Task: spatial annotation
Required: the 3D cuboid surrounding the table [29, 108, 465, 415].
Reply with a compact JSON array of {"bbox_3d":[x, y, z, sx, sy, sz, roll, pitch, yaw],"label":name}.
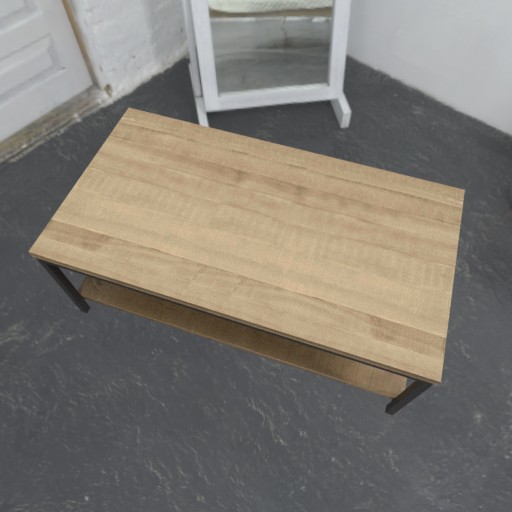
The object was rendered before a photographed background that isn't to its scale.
[{"bbox_3d":[0.000,0.000,1.379,1.062,0.393,0.574,16,61,9],"label":"table"}]
